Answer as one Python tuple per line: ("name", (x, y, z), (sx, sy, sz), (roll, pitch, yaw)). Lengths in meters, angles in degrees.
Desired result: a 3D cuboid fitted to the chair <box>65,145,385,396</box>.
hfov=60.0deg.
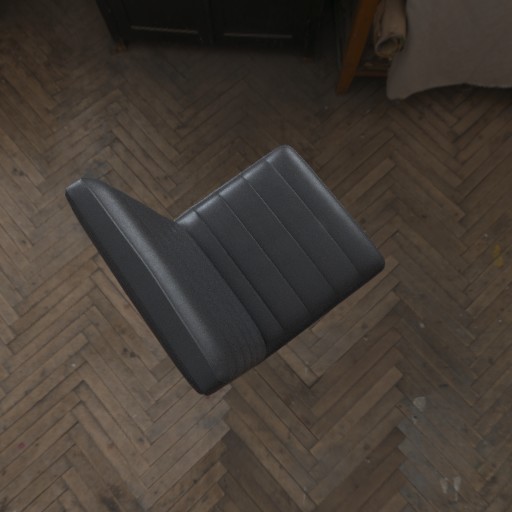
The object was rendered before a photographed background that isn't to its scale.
("chair", (0.000, 0.000, 1.329), (0.634, 0.930, 0.520), (-35, 78, -9))
